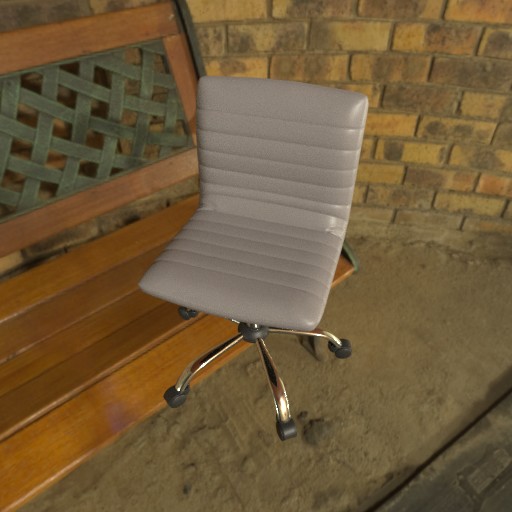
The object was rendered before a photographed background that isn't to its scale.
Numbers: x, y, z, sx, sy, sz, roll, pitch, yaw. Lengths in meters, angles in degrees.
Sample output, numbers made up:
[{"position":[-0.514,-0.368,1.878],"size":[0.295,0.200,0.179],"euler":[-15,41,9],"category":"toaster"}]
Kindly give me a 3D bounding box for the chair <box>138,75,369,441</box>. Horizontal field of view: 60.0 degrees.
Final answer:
[{"position":[0.000,0.000,1.119],"size":[0.569,0.750,0.542],"euler":[12,42,13],"category":"chair"}]
